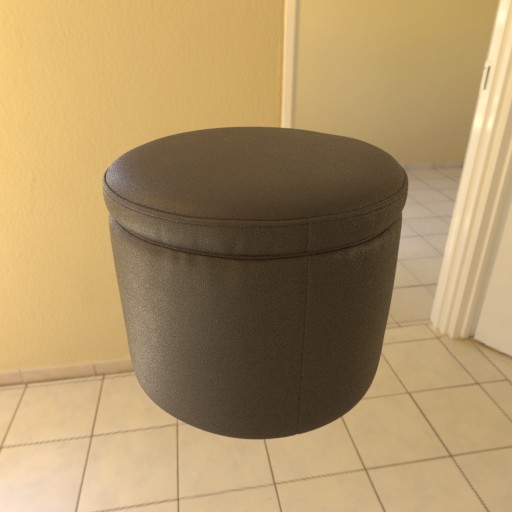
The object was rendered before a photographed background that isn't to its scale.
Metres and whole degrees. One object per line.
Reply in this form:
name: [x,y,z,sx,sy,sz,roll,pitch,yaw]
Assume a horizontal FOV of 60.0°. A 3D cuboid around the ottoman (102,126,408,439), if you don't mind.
ottoman: [0.000,0.000,0.824,0.500,0.409,0.500,0,27,0]
